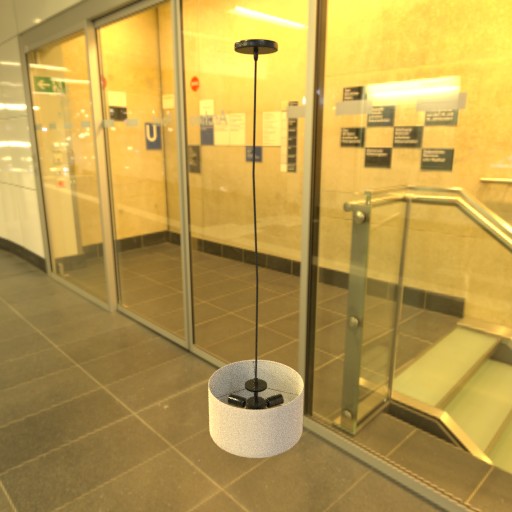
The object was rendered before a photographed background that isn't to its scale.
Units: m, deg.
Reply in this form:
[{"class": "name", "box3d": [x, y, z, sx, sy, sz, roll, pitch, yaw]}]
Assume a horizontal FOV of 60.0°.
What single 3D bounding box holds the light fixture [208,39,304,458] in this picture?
[{"class": "light fixture", "box3d": [0.000, 0.000, 1.722, 0.399, 1.516, 0.399, 0, 14, 0]}]
